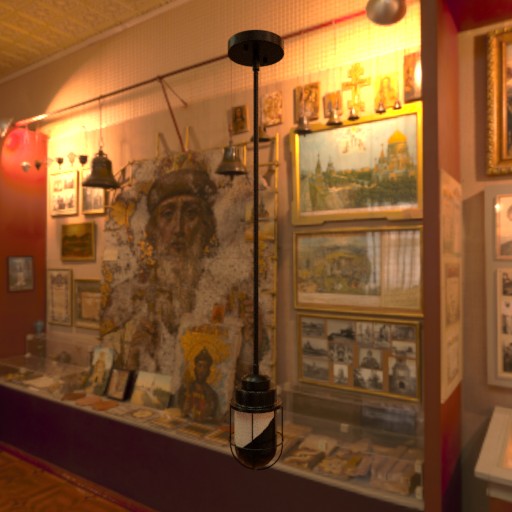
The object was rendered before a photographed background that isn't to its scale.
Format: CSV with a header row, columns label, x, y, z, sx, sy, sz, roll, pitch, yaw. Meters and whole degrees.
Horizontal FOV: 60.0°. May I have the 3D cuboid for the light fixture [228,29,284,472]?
label,x,y,z,sx,sy,sz,roll,pitch,yaw
light fixture,0.000,0.000,0.958,0.123,0.920,0.123,-1,-1,36
